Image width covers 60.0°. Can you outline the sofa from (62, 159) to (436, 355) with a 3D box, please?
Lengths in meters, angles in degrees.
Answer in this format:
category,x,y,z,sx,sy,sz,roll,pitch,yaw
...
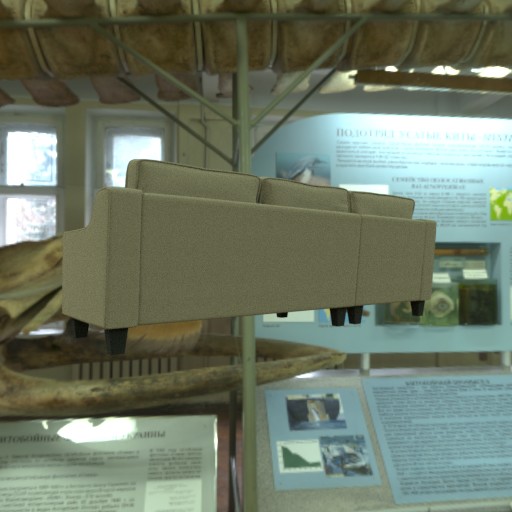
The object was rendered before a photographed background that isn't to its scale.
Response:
category,x,y,z,sx,sy,sz,roll,pitch,yaw
sofa,0.000,0.000,3.174,2.561,0.928,1.294,1,-1,-37
